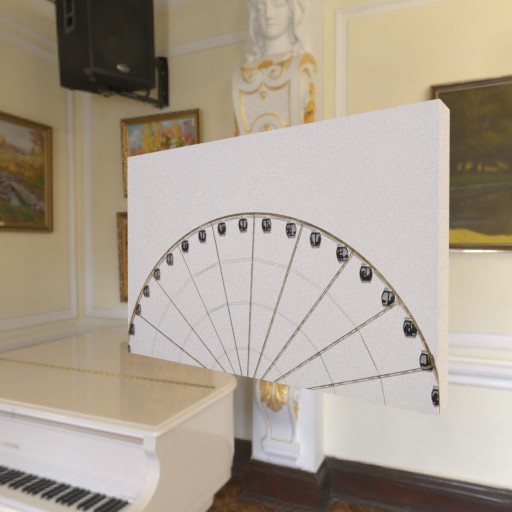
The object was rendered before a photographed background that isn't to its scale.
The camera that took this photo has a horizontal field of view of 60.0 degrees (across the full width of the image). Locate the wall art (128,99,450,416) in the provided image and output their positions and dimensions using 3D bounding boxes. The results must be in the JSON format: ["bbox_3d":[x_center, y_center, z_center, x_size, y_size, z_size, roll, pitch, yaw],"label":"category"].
[{"bbox_3d":[0.000,0.000,0.480,0.384,0.254,0.039,1,1,36],"label":"wall art"}]
